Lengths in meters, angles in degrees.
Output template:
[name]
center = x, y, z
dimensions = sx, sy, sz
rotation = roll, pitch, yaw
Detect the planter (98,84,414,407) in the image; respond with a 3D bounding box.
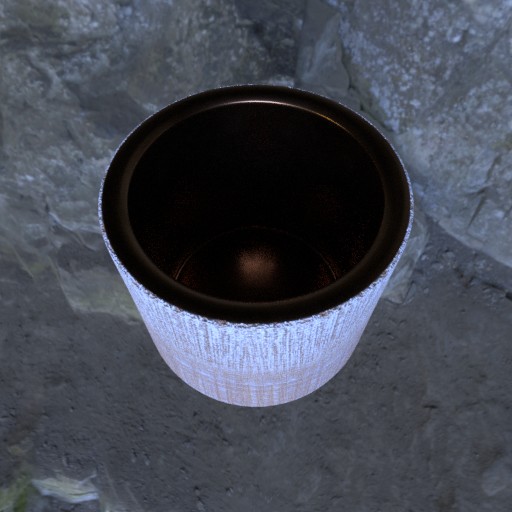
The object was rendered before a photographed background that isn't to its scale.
[planter]
center = 0.000, 0.000, 0.192
dimensions = 0.109, 0.096, 0.109
rotation = 0, 58, 0
